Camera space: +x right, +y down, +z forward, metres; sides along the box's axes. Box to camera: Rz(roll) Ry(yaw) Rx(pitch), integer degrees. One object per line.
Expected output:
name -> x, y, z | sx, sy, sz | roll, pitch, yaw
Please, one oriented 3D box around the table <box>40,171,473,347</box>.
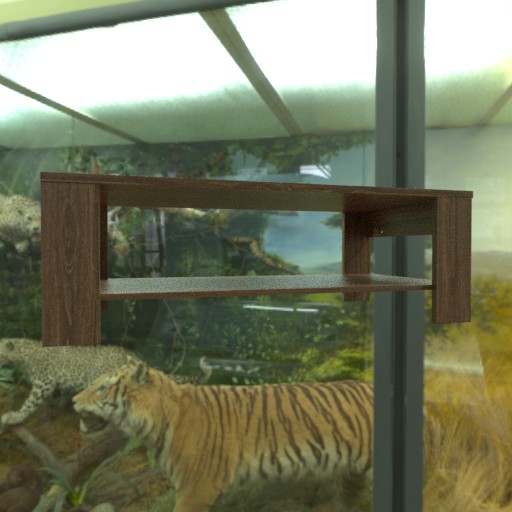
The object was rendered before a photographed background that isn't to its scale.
table -> 0.000, 0.000, 1.467 | 1.200, 0.400, 0.600 | 0, 1, -17
